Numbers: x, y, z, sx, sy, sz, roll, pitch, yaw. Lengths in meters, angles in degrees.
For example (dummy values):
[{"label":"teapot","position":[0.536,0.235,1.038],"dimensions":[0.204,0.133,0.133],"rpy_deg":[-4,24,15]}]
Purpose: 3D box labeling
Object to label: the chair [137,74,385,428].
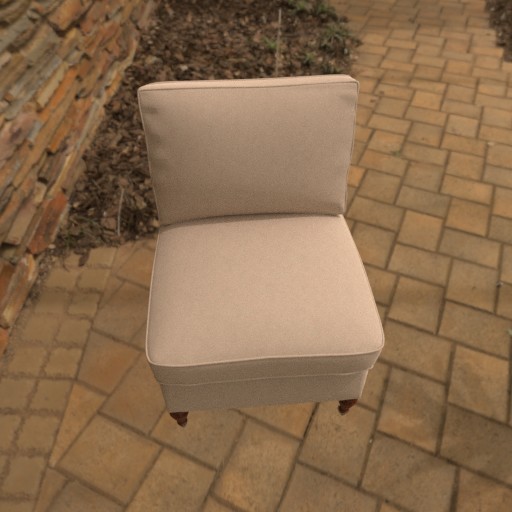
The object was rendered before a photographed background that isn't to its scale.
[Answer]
[{"label":"chair","position":[0.000,0.000,1.595],"dimensions":[0.724,1.052,0.912],"rpy_deg":[-3,47,-3]}]
